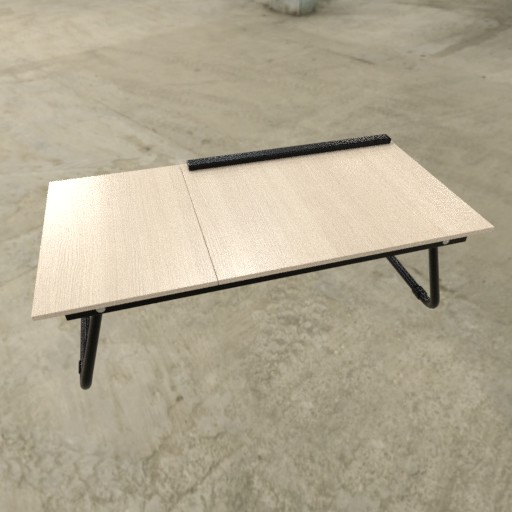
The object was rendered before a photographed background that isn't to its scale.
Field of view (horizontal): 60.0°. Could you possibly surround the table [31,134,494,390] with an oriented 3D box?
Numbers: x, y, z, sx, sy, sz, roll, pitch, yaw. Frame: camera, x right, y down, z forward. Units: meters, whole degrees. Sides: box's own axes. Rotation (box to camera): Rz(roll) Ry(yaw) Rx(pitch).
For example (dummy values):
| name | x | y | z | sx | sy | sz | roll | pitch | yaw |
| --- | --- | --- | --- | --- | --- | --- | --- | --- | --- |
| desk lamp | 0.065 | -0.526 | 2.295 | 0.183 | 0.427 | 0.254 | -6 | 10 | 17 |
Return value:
| name | x | y | z | sx | sy | sz | roll | pitch | yaw |
| --- | --- | --- | --- | --- | --- | --- | --- | --- | --- |
| table | 0.000 | 0.000 | 0.775 | 0.644 | 0.242 | 0.322 | -11 | 41 | -12 |
